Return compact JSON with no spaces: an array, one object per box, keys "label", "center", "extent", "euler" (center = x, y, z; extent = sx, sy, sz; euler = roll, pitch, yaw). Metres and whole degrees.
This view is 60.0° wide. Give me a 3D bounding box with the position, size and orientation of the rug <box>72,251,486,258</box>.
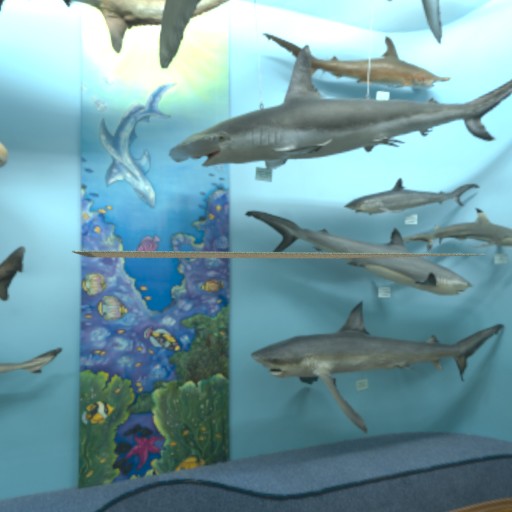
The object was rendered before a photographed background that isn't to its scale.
[{"label":"rug","center":[0.000,0.000,4.156],"extent":[3.043,0.013,2.444],"euler":[0,-1,-19]}]
